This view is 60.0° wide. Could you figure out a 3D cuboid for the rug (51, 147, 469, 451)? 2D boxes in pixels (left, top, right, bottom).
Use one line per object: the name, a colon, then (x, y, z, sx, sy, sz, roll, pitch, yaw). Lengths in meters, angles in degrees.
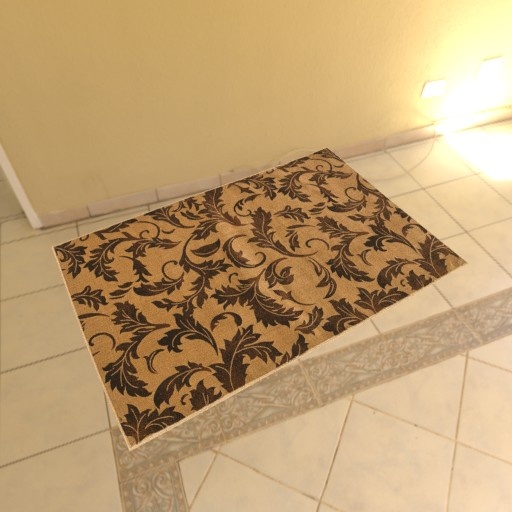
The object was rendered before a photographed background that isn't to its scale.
rug: (0.000, 0.000, 2.883, 2.284, 0.008, 1.522, -24, 52, -20)
